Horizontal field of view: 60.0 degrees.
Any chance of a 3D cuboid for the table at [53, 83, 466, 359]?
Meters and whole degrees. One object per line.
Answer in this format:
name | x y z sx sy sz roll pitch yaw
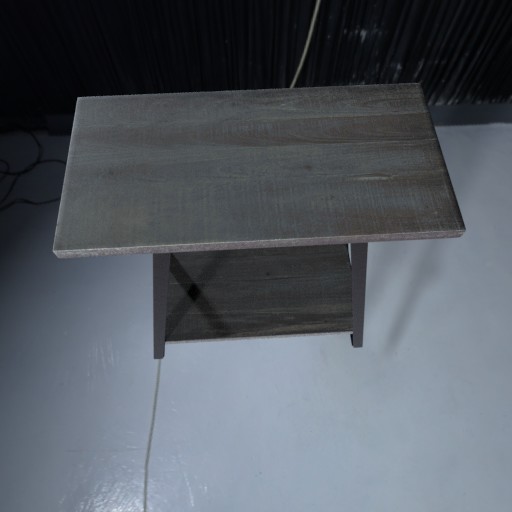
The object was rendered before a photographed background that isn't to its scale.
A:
table | 0.000 0.000 1.019 0.599 0.701 0.300 -3 64 -1
